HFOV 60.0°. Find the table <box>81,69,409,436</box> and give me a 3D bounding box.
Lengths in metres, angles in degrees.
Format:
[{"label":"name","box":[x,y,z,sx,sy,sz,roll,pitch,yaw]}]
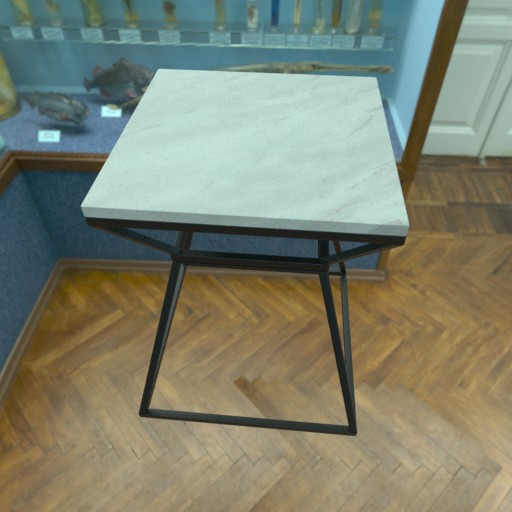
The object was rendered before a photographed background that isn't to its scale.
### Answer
[{"label":"table","box":[0.000,0.000,0.882,0.455,0.559,0.455,4,46,4]}]
